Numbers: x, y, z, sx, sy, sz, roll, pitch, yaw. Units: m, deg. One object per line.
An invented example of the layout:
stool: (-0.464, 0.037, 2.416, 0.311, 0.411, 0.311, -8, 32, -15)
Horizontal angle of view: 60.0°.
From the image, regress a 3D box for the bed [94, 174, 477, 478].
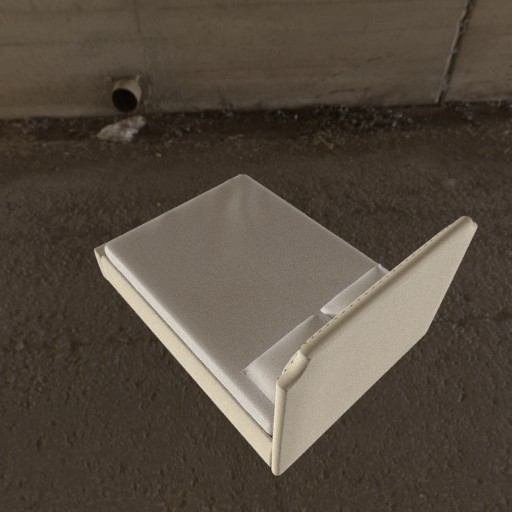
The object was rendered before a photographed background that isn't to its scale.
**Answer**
bed: (0.000, 0.000, 3.423, 1.712, 1.443, 2.372, -32, 54, -28)
